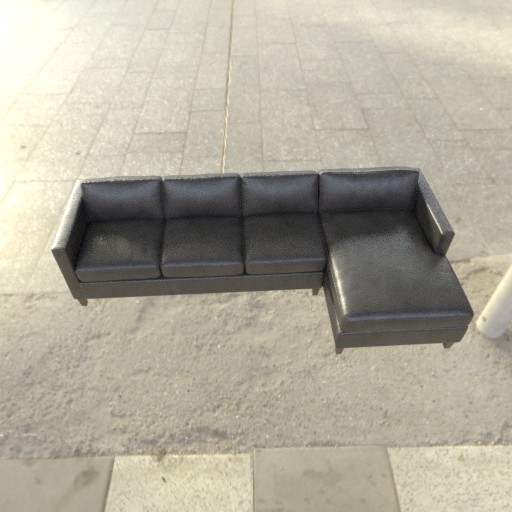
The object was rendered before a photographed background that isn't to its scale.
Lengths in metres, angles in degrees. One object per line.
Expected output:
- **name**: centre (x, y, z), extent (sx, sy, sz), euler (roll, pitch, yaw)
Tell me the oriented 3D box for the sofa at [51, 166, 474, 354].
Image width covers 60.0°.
- **sofa**: centre (0.000, 0.000, 3.795), extent (3.203, 0.883, 1.581), euler (-2, 46, -2)
